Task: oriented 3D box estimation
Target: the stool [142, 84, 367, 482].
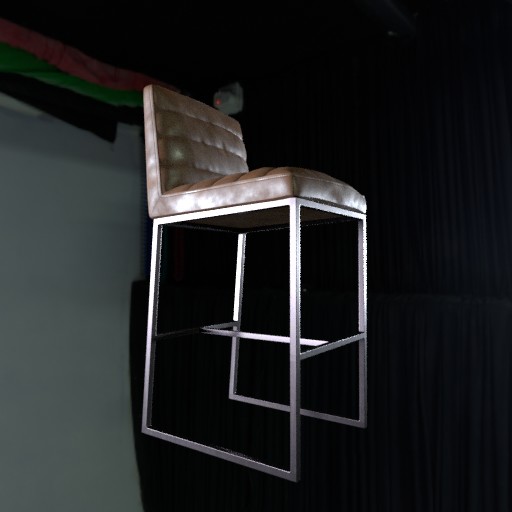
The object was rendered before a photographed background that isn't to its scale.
[{"bbox_3d":[0.000,0.000,1.371,0.562,1.065,0.463,-1,-2,35],"label":"stool"}]
